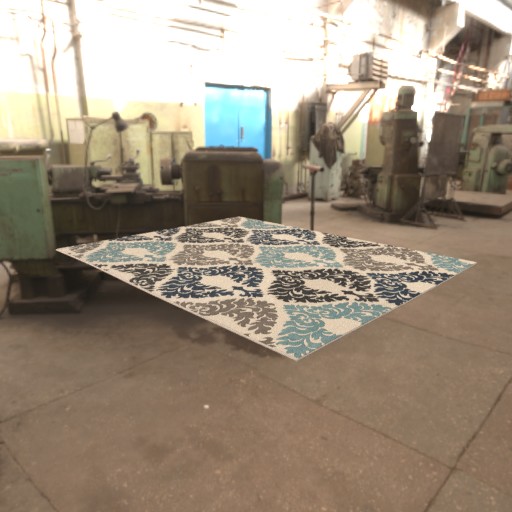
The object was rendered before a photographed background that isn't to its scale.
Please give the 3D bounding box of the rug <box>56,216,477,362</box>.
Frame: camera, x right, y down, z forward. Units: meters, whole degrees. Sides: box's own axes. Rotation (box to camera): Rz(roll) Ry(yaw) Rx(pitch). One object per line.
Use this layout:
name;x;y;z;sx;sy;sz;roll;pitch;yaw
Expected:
rug;0.000;0.000;4.046;2.423;0.014;3.040;-15;22;-43
